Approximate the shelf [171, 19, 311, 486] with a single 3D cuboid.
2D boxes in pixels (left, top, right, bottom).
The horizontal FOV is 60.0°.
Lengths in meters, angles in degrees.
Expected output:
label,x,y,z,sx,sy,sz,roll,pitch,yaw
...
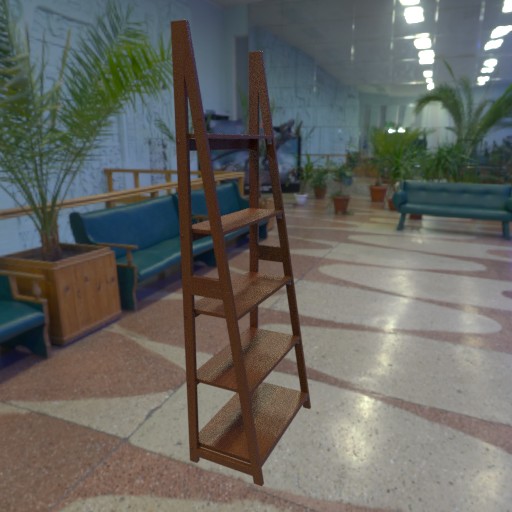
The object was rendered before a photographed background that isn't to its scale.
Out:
label,x,y,z,sx,sy,sz,roll,pitch,yaw
shelf,0.000,0.000,1.952,0.356,1.780,0.630,7,16,25
